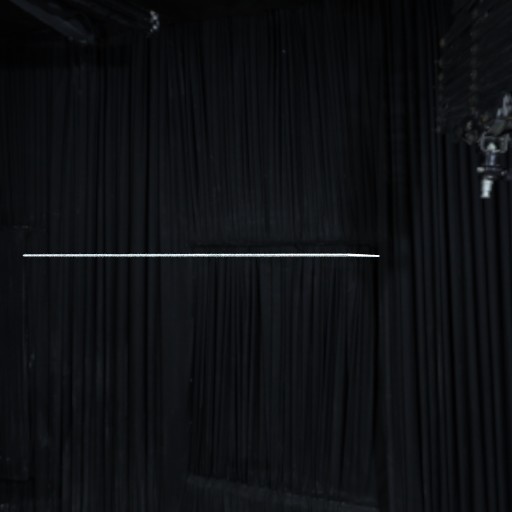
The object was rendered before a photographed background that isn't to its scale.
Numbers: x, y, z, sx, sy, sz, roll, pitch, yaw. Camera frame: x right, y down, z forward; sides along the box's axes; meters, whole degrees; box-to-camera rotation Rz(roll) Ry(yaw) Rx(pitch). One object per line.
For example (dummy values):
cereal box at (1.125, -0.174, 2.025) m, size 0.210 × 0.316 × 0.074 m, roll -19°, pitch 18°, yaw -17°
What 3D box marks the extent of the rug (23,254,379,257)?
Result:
rug at (0.000, 0.000, 3.019) m, size 1.512 × 0.009 × 2.457 m, roll 0°, pitch 0°, yaw 18°
